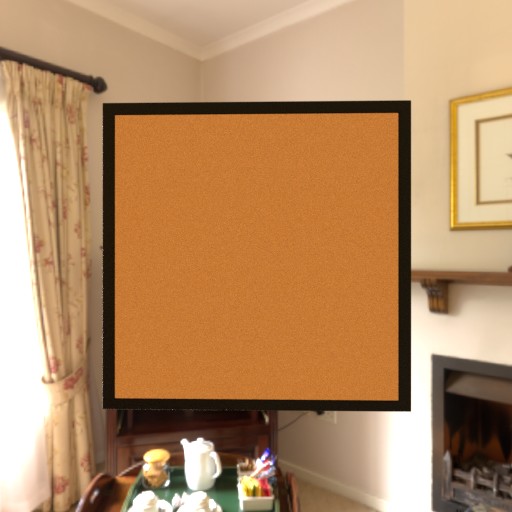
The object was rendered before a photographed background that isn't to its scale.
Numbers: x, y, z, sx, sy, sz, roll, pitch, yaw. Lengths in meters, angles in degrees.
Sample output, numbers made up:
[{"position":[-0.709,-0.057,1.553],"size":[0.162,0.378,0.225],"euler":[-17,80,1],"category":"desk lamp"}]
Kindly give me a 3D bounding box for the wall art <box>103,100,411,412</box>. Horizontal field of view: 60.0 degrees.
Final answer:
[{"position":[0.000,0.000,0.448],"size":[0.299,0.299,0.037],"euler":[0,0,1],"category":"wall art"}]
